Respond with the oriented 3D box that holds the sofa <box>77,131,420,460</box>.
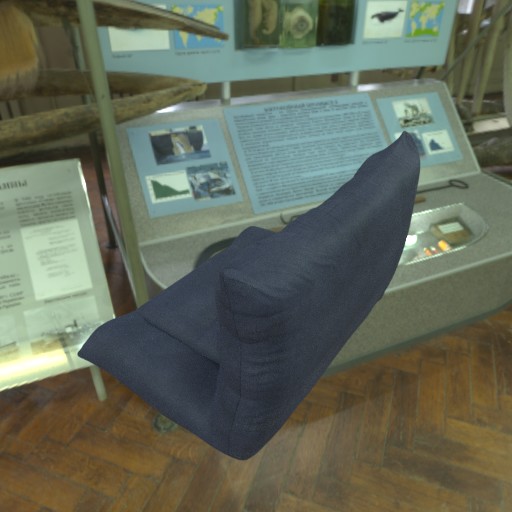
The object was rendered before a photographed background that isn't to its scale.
[{"bbox_3d":[0.000,0.000,1.659,0.849,0.778,1.122,21,38,29],"label":"sofa"}]
